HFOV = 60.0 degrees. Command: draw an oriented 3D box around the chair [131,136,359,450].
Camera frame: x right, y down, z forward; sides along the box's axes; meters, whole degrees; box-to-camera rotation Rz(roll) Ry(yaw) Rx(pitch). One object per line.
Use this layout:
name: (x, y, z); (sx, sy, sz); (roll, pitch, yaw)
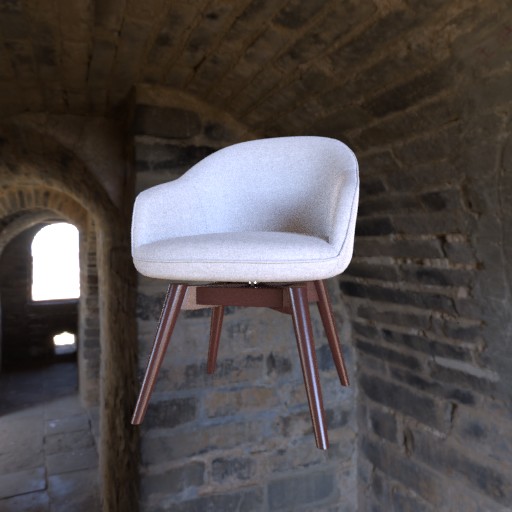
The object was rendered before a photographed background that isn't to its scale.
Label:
chair: (0.000, 0.000, 1.273); (0.596, 0.823, 0.635); (0, 1, 17)
